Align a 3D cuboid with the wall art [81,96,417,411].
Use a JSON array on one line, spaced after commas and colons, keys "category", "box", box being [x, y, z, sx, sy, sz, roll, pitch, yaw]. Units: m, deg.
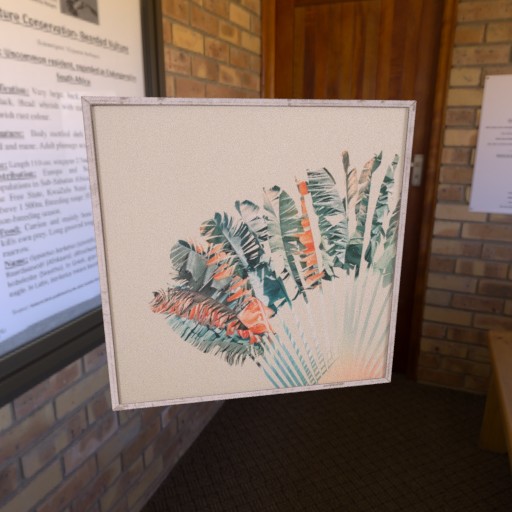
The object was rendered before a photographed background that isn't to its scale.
[{"category": "wall art", "box": [0.000, 0.000, 0.456, 0.305, 0.303, 0.038, -3, 16, -10]}]
